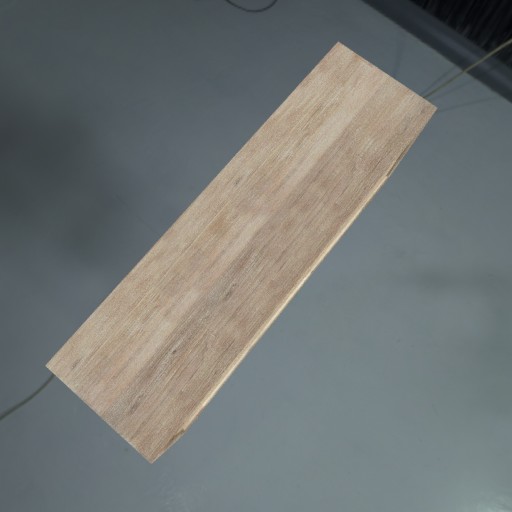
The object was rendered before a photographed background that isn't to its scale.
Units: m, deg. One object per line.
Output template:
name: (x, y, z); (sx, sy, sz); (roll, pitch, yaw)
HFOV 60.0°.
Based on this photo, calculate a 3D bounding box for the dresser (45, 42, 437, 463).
dresser: (0.000, 0.000, 1.904); (0.455, 0.805, 1.554); (38, 79, 9)
